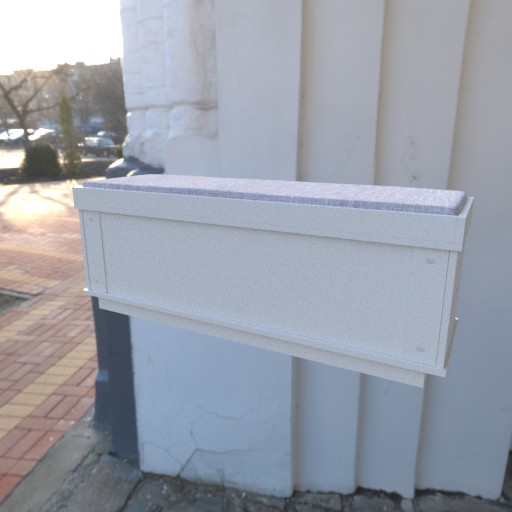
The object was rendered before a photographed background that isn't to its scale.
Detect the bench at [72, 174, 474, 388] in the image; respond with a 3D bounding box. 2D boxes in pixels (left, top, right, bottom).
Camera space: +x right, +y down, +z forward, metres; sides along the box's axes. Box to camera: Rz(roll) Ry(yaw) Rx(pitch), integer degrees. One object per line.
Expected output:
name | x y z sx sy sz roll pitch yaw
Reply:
bench | 0.000 0.000 1.416 1.196 0.453 0.363 8 17 27
